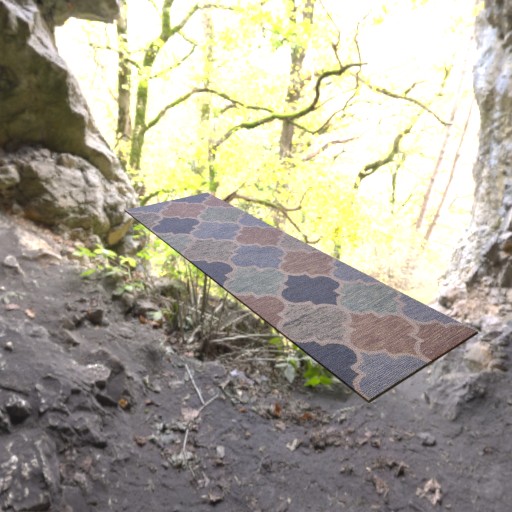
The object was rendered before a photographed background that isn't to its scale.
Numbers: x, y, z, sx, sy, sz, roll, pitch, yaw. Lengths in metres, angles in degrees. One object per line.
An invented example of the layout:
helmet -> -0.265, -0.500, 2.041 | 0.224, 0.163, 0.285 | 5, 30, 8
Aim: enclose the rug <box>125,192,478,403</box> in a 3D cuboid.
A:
rug -> 0.000, 0.000, 2.533 | 0.687, 0.011, 2.287 | -18, 32, -31
